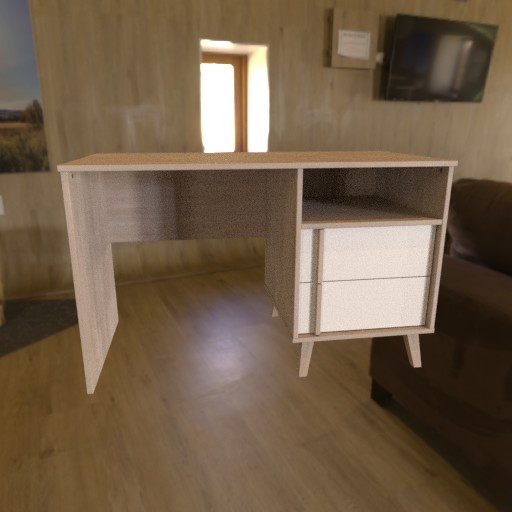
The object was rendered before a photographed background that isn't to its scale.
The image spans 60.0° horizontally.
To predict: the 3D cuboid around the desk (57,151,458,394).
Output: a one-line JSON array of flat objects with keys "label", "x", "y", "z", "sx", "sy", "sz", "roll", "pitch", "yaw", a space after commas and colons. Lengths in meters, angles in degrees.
[{"label": "desk", "x": 0.000, "y": 0.000, "z": 1.757, "sx": 1.251, "sy": 0.770, "sz": 0.600, "roll": -2, "pitch": 16, "yaw": -8}]
